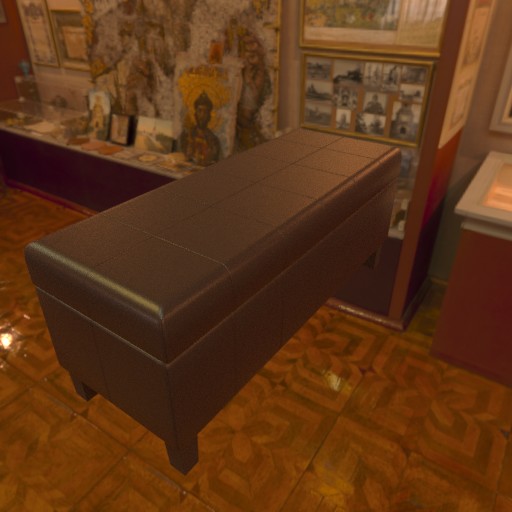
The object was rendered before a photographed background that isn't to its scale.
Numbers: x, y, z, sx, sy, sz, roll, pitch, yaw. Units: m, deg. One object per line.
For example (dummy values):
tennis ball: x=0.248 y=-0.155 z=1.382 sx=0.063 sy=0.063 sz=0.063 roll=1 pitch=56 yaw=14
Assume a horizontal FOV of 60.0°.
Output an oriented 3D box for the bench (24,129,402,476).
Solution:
bench: x=0.000 y=0.000 z=1.299 sx=0.429 sy=0.457 sz=1.092 roll=21 pitch=37 yaw=30
